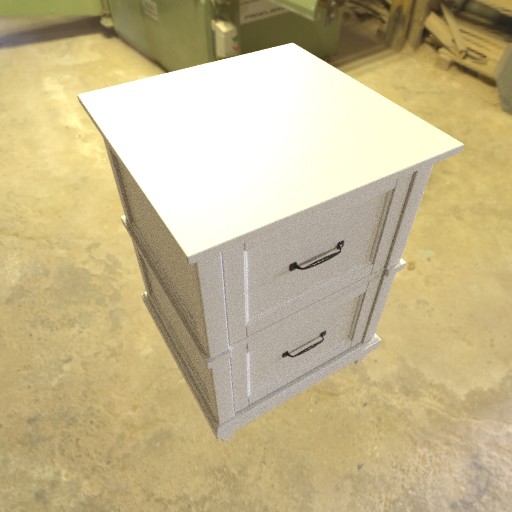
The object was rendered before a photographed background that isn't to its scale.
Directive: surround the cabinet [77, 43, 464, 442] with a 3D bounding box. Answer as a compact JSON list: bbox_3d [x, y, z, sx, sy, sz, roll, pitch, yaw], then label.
[{"bbox_3d":[0.000,0.000,1.138,0.544,0.775,0.547,-23,51,-21],"label":"cabinet"}]
